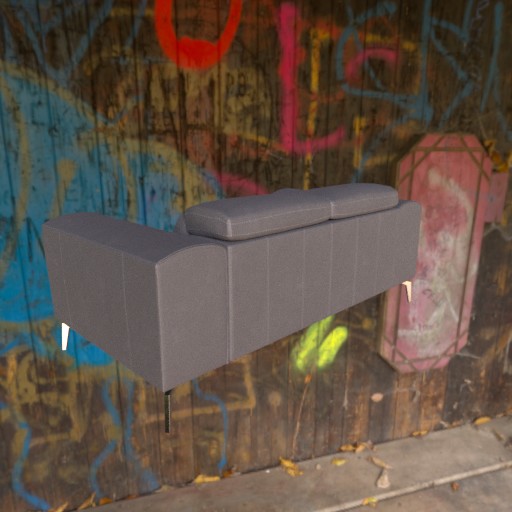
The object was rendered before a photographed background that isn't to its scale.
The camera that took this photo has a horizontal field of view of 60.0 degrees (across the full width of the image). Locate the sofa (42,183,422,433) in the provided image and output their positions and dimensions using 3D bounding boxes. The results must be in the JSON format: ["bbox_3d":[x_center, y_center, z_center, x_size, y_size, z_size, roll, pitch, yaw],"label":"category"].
[{"bbox_3d":[0.000,0.000,2.430,1.895,0.779,1.003,-14,20,-43],"label":"sofa"}]
